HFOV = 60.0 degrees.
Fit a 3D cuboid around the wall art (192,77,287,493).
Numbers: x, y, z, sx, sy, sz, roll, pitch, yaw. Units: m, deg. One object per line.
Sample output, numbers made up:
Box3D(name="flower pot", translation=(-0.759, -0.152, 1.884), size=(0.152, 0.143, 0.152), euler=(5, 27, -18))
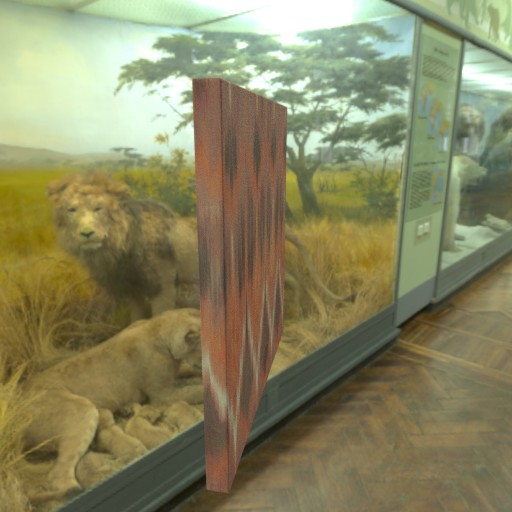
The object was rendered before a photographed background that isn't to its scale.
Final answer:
Box3D(name="wall art", translation=(0.000, 0.000, 0.901), size=(0.037, 0.609, 0.603), euler=(3, 16, 11))
